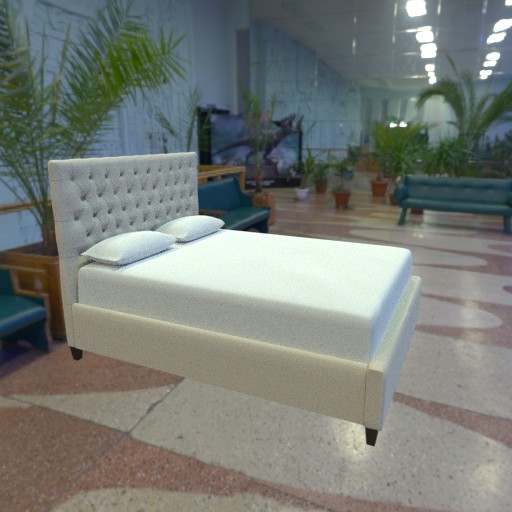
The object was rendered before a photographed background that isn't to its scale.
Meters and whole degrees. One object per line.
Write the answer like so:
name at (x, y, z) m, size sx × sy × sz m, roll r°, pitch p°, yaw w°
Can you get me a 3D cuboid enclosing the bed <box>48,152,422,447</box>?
bed at (0.000, 0.000, 3.304) m, size 2.233 × 1.426 × 1.696 m, roll 7°, pitch 17°, yaw 25°
